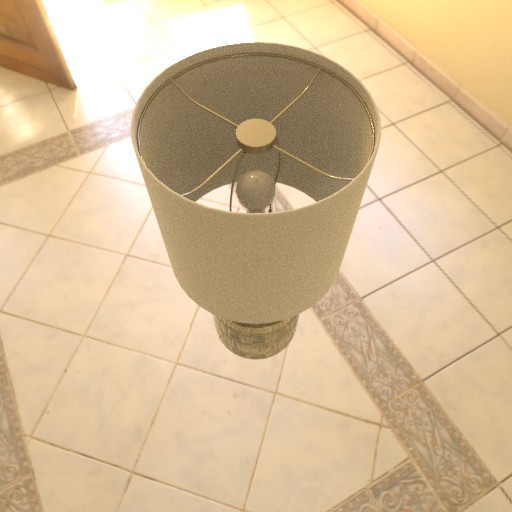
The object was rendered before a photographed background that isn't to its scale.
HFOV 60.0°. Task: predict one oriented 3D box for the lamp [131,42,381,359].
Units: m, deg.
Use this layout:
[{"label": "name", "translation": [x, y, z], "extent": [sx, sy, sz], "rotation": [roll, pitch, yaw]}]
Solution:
[{"label": "lamp", "translation": [0.000, 0.000, 0.570], "extent": [0.211, 0.455, 0.211], "rotation": [-34, 64, -19]}]
